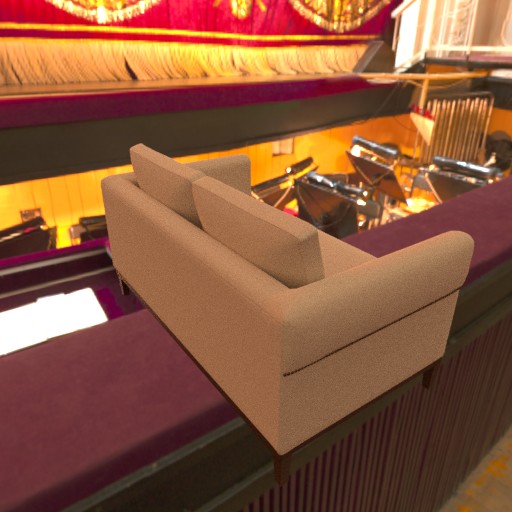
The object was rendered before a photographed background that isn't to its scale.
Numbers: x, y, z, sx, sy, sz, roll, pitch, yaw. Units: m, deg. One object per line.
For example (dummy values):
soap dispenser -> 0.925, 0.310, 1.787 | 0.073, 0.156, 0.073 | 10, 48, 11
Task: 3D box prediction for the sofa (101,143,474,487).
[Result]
sofa -> 0.000, 0.000, 2.073 | 0.905, 0.873, 1.598 | -17, 31, -31
